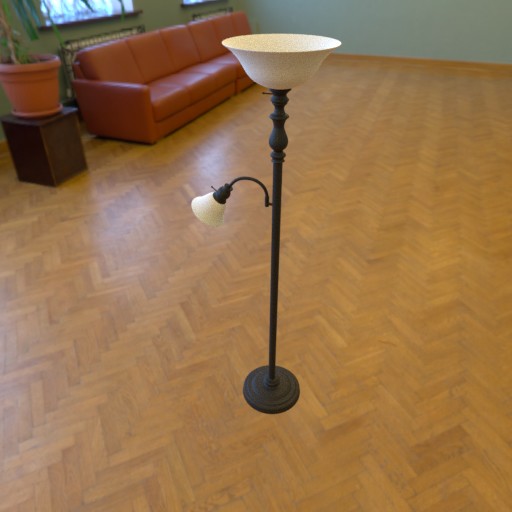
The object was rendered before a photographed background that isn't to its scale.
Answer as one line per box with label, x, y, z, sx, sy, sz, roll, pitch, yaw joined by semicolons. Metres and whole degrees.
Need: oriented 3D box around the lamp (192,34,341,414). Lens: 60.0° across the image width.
lamp;0.000;0.000;2.032;0.588;1.793;0.405;11;35;16
